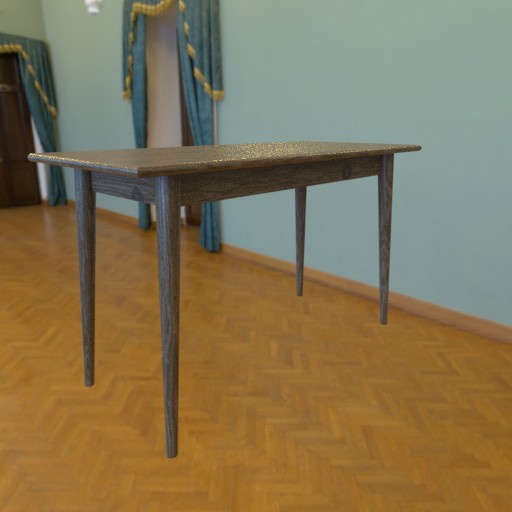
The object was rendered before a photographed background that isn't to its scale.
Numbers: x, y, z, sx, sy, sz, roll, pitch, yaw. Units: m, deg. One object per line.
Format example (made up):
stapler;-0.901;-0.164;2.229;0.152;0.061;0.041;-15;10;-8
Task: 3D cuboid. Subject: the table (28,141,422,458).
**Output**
table;0.000;0.000;1.652;0.599;0.780;1.300;16;23;42
